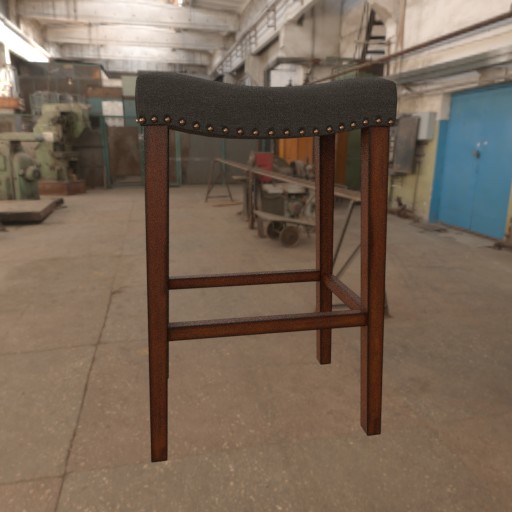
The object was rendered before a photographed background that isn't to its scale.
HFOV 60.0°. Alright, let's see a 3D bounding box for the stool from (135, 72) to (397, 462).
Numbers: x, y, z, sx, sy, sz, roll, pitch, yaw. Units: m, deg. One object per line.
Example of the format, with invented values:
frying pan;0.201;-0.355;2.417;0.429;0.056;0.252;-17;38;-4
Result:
stool;0.000;0.000;1.027;0.502;0.760;0.366;-3;15;-10
